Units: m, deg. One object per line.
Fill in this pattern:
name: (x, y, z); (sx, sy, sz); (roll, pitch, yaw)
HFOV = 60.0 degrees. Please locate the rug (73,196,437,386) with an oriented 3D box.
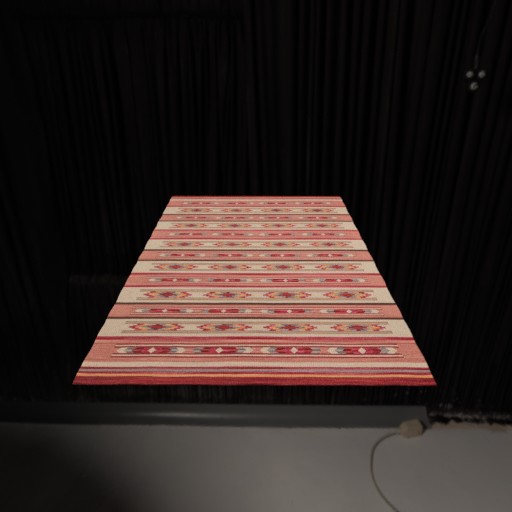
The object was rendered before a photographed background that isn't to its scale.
rug: (0.000, 0.000, 2.943); (1.535, 0.010, 2.431); (0, 26, 0)
